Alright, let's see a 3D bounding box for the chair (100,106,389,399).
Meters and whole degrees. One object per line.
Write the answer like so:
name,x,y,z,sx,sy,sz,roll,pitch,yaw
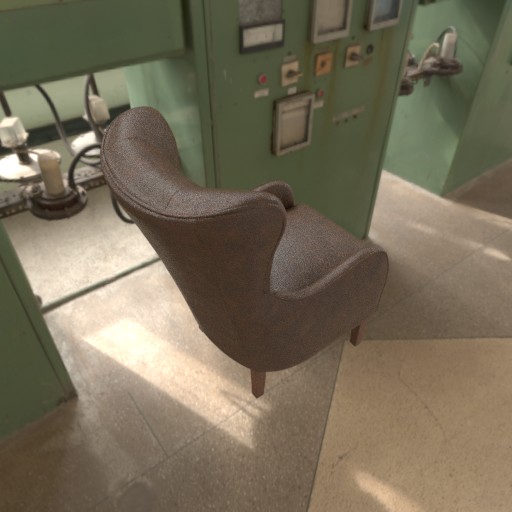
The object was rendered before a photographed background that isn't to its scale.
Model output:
chair,0.000,0.000,1.658,0.914,1.048,0.692,-25,47,-26
